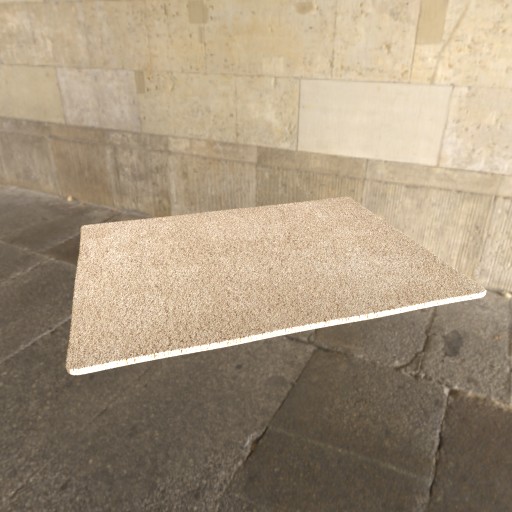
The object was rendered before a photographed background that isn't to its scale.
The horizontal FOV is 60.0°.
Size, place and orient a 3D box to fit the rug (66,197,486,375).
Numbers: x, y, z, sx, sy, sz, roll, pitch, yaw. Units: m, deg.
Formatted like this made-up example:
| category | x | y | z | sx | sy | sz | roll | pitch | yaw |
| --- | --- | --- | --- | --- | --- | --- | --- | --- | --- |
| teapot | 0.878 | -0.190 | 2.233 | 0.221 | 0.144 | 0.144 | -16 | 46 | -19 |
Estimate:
| category | x | y | z | sx | sy | sz | roll | pitch | yaw |
| --- | --- | --- | --- | --- | --- | --- | --- | --- | --- |
| rug | 0.000 | 0.000 | 2.086 | 1.600 | 0.025 | 1.199 | -8 | 28 | -15 |
